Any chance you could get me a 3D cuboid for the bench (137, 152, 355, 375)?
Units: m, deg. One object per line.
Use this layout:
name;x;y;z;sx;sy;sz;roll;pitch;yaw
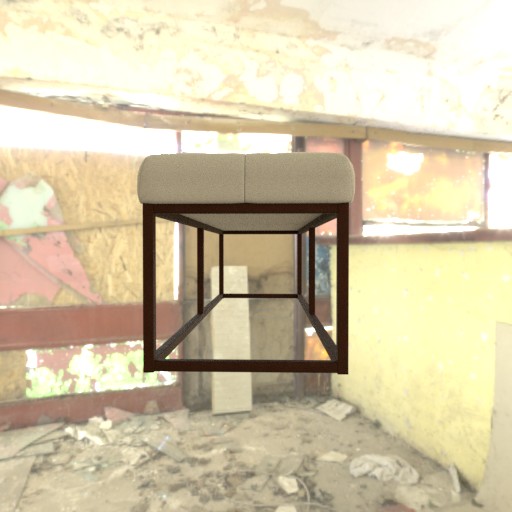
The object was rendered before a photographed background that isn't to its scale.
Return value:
bench;0.000;0.000;1.691;0.479;0.488;1.488;0;1;2
